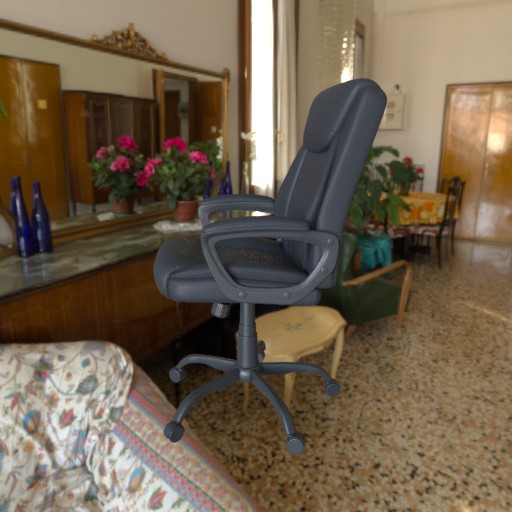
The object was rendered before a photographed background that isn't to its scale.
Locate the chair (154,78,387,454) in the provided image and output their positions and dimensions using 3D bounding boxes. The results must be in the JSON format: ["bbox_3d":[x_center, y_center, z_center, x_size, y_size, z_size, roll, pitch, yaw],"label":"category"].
[{"bbox_3d":[0.000,0.000,1.462,0.655,1.072,0.615,-2,14,-8],"label":"chair"}]
